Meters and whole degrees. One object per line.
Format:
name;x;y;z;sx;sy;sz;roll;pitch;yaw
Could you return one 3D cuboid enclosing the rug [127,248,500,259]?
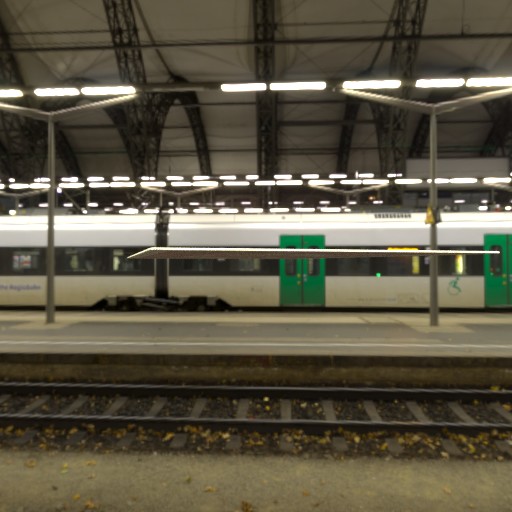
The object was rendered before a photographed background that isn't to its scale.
rug;0.000;0.000;1.045;0.556;0.004;0.868;0;-1;-18
